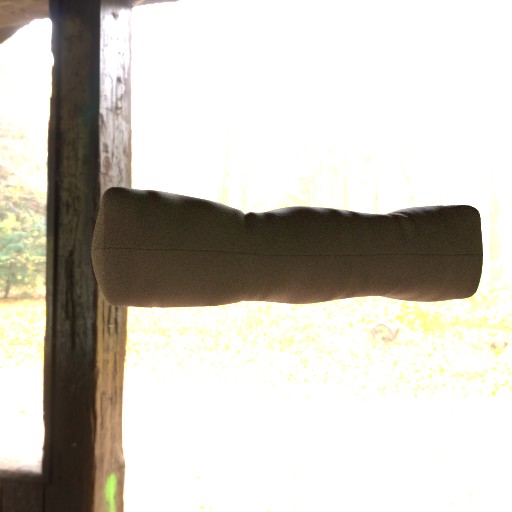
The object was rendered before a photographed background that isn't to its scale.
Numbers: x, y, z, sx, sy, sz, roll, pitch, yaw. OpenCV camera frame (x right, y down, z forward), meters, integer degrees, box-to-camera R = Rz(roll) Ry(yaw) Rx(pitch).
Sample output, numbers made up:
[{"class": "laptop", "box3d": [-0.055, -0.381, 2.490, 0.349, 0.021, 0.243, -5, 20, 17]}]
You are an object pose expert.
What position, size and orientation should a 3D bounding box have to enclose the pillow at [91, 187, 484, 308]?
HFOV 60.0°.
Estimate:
[{"class": "pillow", "box3d": [0.000, 0.000, 0.707, 0.468, 0.128, 0.490, 0, -2, -17]}]
